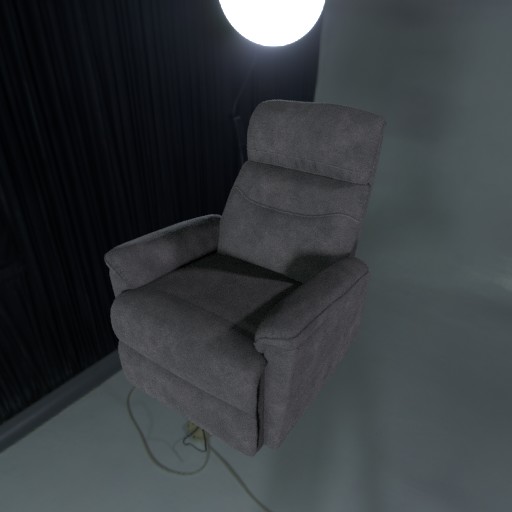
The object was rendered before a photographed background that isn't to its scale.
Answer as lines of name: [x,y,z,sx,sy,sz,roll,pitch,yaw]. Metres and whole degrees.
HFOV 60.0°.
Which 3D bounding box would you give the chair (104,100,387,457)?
chair: [0.000,0.000,1.740,0.830,1.035,1.009,19,35,30]
